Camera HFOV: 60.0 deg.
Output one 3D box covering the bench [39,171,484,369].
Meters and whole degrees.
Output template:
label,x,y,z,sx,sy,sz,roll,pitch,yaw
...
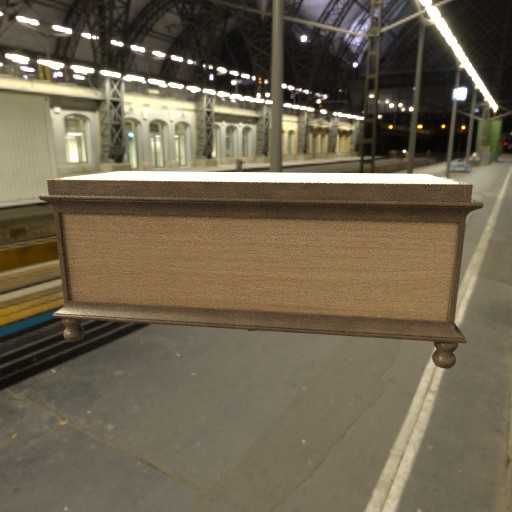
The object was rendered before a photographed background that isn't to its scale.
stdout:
label,x,y,z,sx,sy,sz,roll,pitch,yaw
bench,0.000,0.000,1.407,1.185,0.501,0.402,2,14,9
